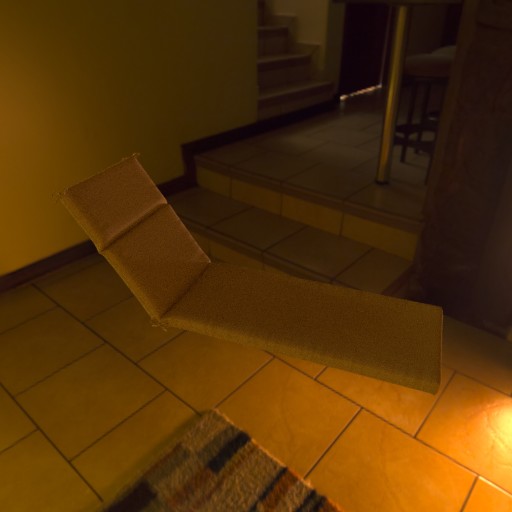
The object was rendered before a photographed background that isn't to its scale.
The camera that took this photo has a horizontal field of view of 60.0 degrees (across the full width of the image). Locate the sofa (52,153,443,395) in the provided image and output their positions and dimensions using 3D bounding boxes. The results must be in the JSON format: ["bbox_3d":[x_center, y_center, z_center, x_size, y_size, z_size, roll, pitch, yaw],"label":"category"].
[{"bbox_3d":[0.000,0.000,1.976,1.663,0.622,0.582,11,32,18],"label":"sofa"}]
